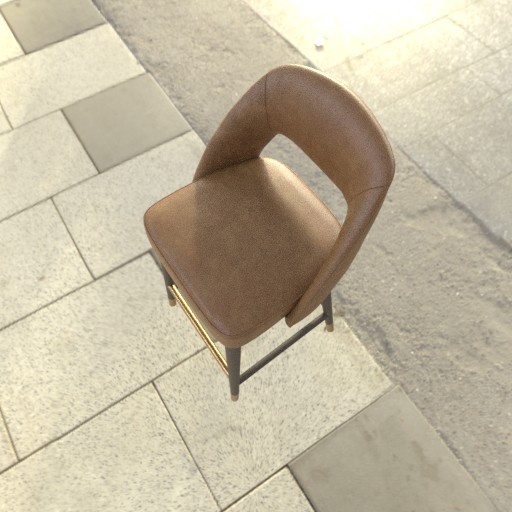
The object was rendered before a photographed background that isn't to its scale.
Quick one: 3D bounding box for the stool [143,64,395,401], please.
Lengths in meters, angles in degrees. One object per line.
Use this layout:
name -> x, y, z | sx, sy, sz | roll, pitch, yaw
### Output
stool -> 0.000, 0.000, 1.277 | 0.509, 0.940, 0.494 | -32, 67, -15
